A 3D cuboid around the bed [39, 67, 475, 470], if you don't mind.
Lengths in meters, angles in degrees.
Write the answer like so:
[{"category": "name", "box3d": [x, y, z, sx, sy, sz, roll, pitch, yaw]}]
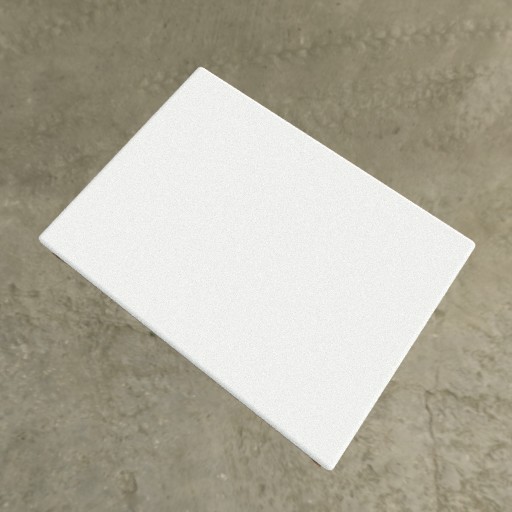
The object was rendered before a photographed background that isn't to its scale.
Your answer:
[{"category": "bed", "box3d": [0.000, 0.000, 2.817, 2.050, 0.593, 1.529, 36, 76, 10]}]
